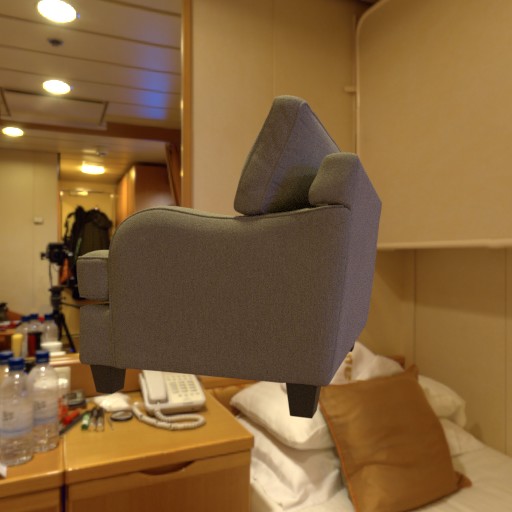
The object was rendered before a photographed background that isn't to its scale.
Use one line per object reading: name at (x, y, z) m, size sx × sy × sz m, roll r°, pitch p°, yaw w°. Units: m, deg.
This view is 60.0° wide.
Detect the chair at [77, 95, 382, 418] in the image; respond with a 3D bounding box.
chair at (0.000, 0.000, 2.018) m, size 1.041 × 1.016 × 1.220 m, roll 0°, pitch 0°, yaw 19°
